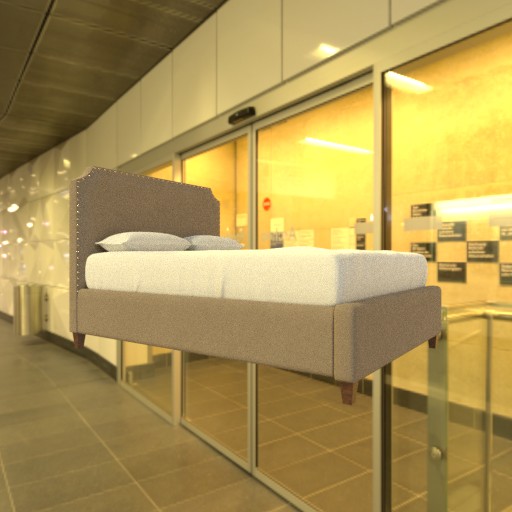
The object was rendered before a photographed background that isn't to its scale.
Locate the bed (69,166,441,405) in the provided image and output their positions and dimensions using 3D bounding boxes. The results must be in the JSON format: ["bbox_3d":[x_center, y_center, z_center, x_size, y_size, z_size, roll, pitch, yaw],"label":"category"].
[{"bbox_3d":[0.000,0.000,3.413,2.329,1.415,1.703,0,0,35],"label":"bed"}]
